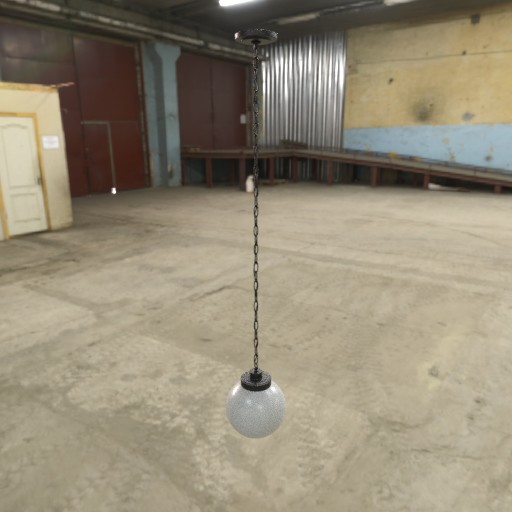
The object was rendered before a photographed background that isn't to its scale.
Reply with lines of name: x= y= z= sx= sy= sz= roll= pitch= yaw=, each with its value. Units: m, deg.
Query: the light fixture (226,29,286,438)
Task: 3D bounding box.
light fixture: x=0.000 y=0.000 z=2.042 sx=0.304 sy=1.867 sz=0.305 roll=-7 pitch=16 yaw=-25
